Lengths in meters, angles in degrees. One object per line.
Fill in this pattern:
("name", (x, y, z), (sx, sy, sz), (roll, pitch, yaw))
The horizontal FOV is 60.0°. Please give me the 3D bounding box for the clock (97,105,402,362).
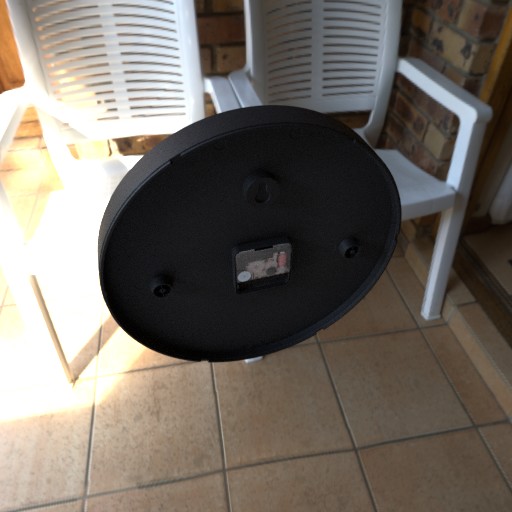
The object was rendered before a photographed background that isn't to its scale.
("clock", (0.000, 0.000, 0.436), (0.293, 0.293, 0.040), (-11, 44, -12))
